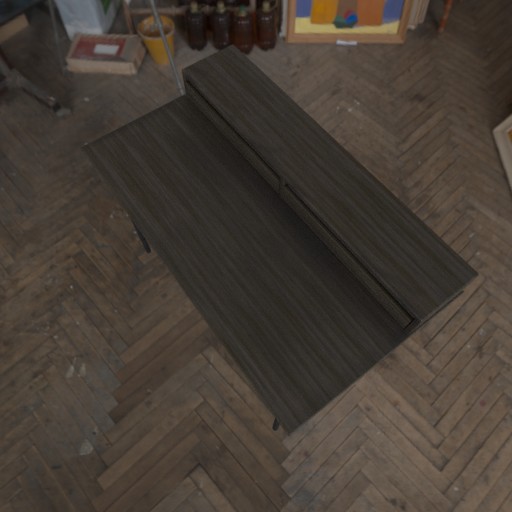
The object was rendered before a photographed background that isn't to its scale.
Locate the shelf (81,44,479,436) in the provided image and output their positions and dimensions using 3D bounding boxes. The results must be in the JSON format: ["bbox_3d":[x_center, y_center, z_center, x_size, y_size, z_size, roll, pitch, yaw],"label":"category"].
[{"bbox_3d":[0.000,0.000,1.755,0.685,0.865,1.212,-34,68,-16],"label":"shelf"}]
